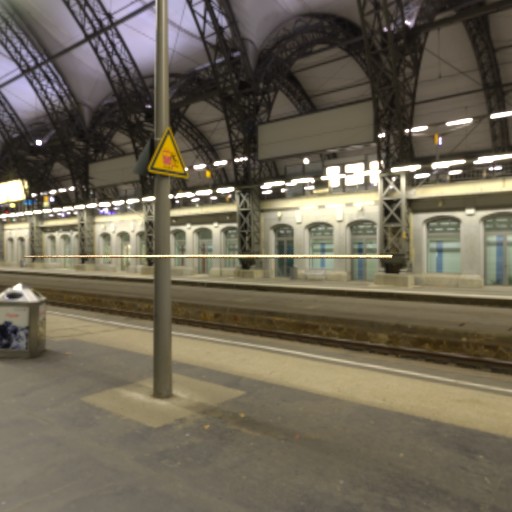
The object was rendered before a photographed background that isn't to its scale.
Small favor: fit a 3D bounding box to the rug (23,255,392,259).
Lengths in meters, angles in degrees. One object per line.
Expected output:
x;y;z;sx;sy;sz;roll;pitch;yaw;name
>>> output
0.000;0.000;4.157;2.441;0.011;3.050;0;0;17;rug
